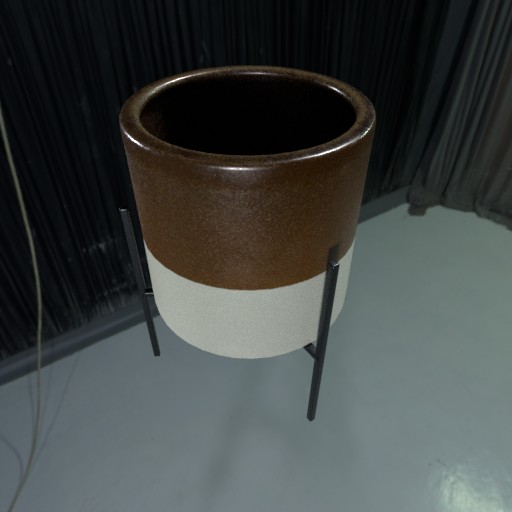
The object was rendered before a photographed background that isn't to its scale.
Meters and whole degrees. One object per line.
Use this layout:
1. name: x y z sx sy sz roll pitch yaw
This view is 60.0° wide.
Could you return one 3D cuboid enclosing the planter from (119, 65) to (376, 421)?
1. planter: 0.000 0.000 0.546 0.255 0.375 0.269 -25 46 -27
